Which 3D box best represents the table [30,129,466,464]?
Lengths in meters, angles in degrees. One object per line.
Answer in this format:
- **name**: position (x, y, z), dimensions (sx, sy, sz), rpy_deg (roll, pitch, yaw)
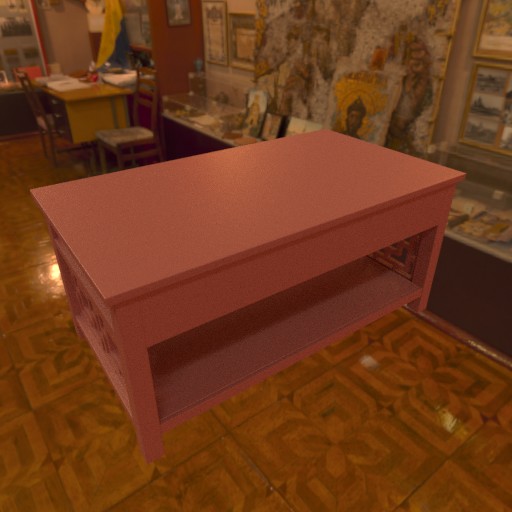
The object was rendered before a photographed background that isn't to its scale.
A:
- **table**: position (0.000, 0.000, 1.369), dimensions (1.068, 0.493, 0.612), rpy_deg (-20, 36, -30)
